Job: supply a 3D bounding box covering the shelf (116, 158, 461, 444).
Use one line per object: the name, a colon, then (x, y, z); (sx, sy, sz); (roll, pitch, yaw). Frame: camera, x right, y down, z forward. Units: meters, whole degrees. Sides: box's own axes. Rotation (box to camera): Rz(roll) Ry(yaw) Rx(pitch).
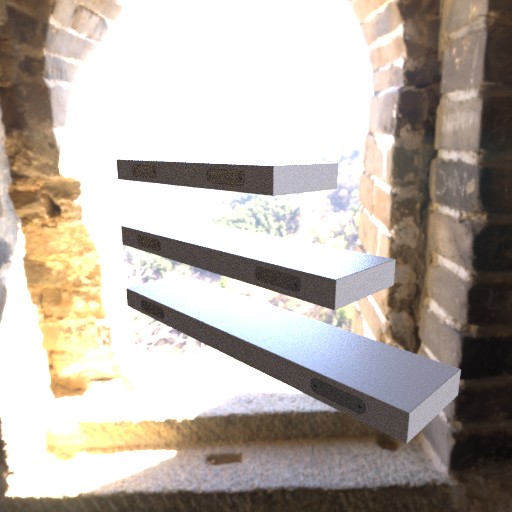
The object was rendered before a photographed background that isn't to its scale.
shelf: (0.000, 0.000, 0.707); (0.140, 0.293, 0.610); (-13, 19, -43)
